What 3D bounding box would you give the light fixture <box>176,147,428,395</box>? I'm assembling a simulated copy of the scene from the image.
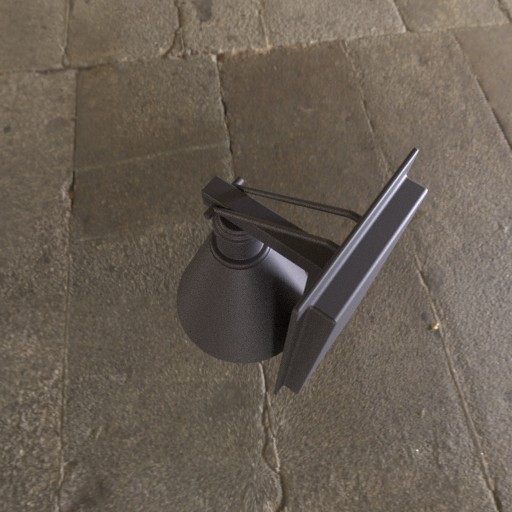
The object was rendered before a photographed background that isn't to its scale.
[{"bbox_3d":[0.000,0.000,0.430,0.207,0.298,0.170,34,69,15],"label":"light fixture"}]
